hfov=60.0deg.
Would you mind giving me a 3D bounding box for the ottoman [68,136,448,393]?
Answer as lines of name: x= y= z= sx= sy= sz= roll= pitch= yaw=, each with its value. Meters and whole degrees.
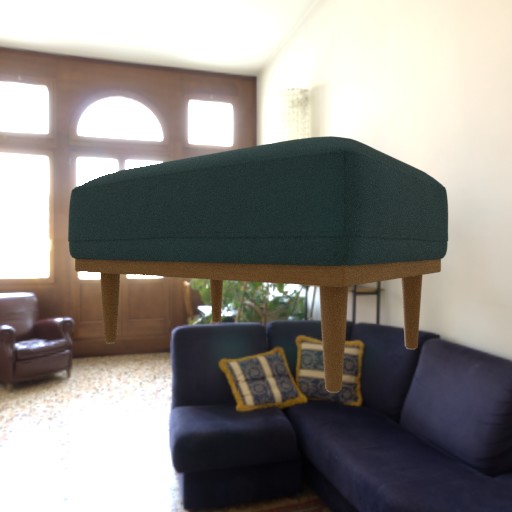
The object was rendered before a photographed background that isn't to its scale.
ottoman: x=0.000 y=0.000 z=1.048 sx=0.749 sy=0.428 sz=0.549 roll=1 pitch=1 yaw=37
